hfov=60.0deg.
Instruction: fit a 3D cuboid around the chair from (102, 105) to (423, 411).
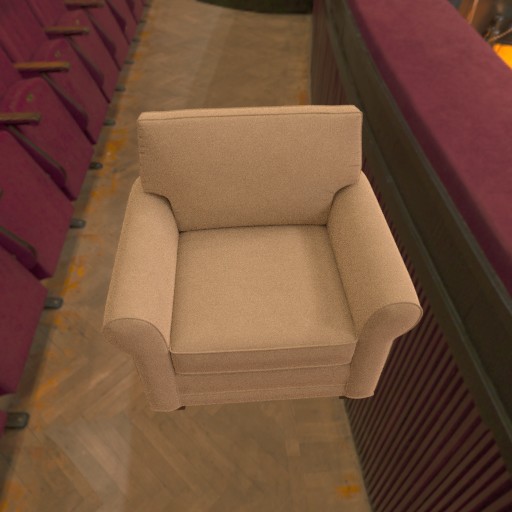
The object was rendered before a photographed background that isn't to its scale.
[{"bbox_3d":[0.000,0.000,1.779,1.040,0.955,0.863,-3,45,-3],"label":"chair"}]
